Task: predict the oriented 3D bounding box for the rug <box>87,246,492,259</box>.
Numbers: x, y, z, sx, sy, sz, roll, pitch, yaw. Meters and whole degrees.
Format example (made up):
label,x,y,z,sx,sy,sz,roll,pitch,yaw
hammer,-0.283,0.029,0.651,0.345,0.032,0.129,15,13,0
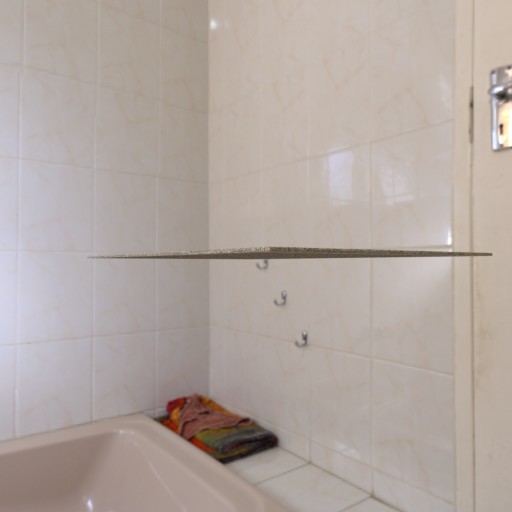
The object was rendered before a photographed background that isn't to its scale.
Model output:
label,x,y,z,sx,sy,sz,roll,pitch,yaw
rug,0.000,0.000,2.896,1.532,0.018,2.297,1,-1,-36
